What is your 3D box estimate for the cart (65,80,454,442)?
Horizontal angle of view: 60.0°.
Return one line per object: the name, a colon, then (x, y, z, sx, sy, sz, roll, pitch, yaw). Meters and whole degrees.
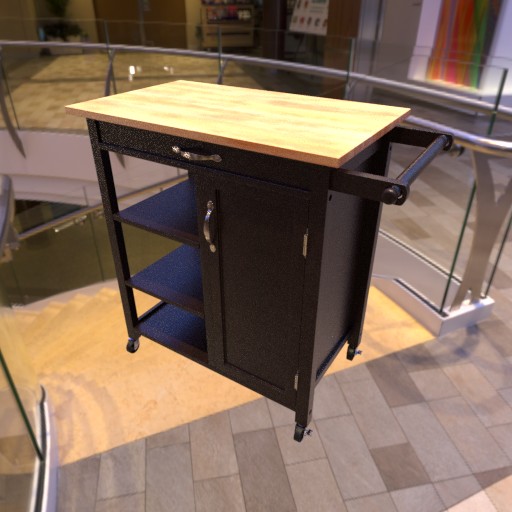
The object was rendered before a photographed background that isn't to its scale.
cart: (0.000, 0.000, 1.371, 0.914, 0.878, 0.472, 18, 36, 27)
